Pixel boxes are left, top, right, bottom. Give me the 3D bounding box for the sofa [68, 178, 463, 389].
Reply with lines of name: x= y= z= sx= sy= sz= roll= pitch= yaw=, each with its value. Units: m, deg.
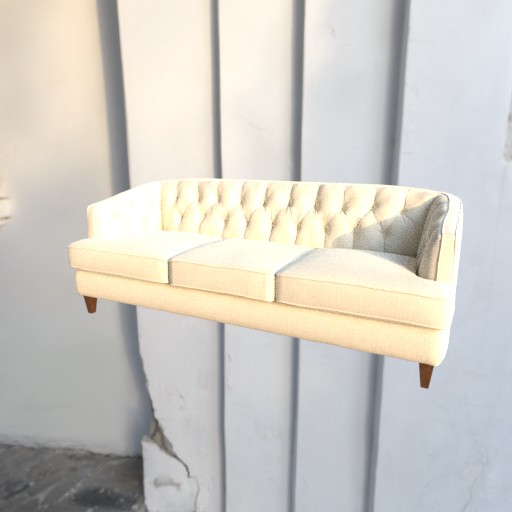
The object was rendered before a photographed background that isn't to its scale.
sofa: x=0.000 y=0.000 z=2.714 sx=2.278 sy=0.855 sz=0.941 roll=7 pitch=15 yaw=26
